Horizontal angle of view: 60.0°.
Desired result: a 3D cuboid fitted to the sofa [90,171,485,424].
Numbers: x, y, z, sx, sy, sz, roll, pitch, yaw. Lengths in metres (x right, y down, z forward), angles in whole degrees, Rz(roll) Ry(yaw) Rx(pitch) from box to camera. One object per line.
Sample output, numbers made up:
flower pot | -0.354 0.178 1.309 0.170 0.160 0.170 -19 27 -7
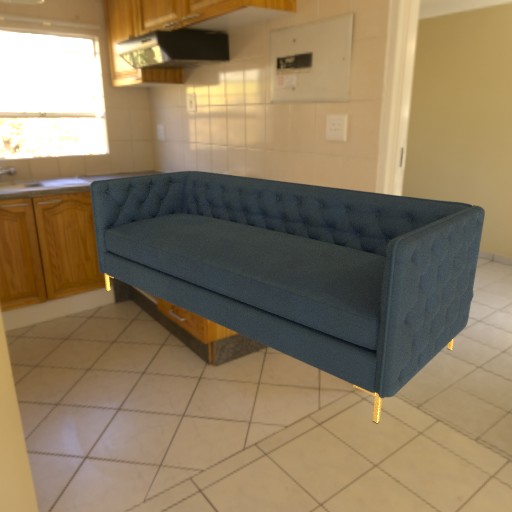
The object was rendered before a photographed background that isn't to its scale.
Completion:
sofa | 0.000 0.000 2.600 2.209 0.771 0.895 15 23 40
